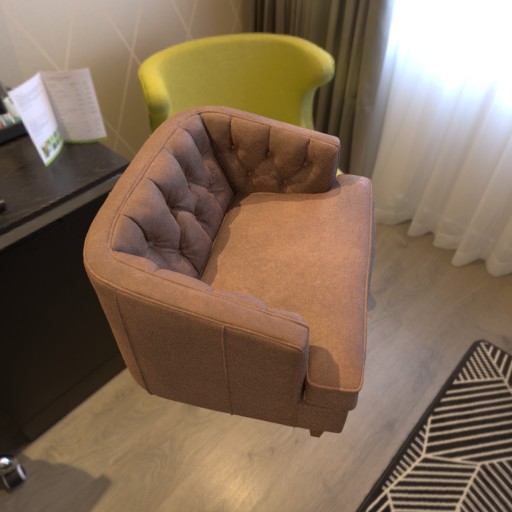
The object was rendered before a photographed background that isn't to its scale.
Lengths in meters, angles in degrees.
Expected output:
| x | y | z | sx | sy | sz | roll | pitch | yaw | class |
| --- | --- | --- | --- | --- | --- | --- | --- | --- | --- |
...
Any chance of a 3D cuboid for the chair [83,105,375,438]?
| x | y | z | sx | sy | sz | roll | pitch | yaw | class |
| --- | --- | --- | --- | --- | --- | --- | --- | --- | --- |
| 0.000 | 0.000 | 1.756 | 0.914 | 0.787 | 1.118 | 9 | 46 | 8 | chair |
